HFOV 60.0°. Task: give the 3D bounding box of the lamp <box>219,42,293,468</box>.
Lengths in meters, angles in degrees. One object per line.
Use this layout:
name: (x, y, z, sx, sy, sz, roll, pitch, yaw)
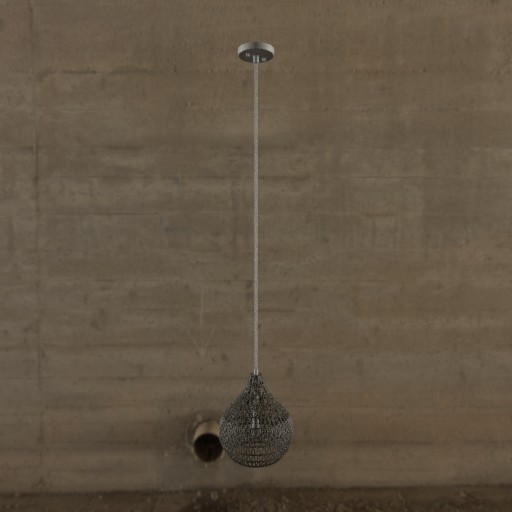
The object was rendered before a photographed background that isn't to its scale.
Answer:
lamp: (0.000, 0.000, 2.099, 0.355, 1.919, 0.355, -2, 3, -36)
